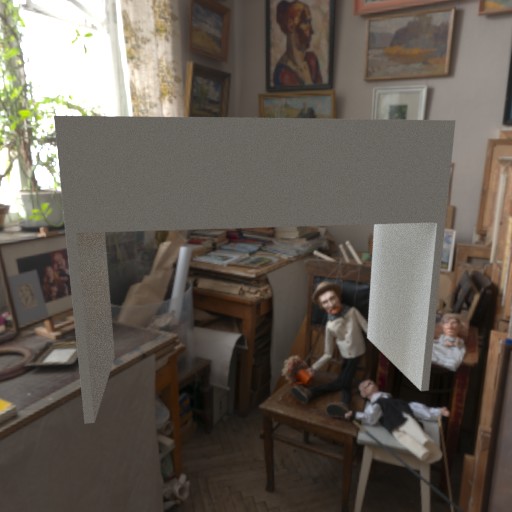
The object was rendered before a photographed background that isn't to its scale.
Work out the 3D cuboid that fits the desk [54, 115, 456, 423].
[{"bbox_3d":[0.000,0.000,1.371,1.000,0.790,0.400,-2,14,-9],"label":"desk"}]
